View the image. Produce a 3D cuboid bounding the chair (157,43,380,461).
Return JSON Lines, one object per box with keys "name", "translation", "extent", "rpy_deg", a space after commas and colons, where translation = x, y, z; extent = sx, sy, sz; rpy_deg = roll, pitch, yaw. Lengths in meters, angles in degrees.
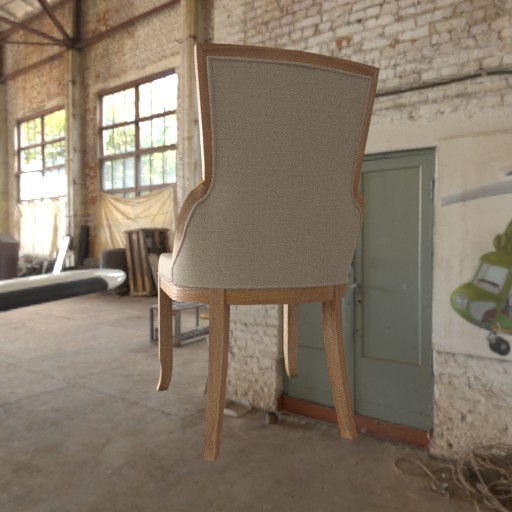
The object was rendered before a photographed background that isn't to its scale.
{"name": "chair", "translation": [0.000, 0.000, 1.311], "extent": [0.524, 0.947, 0.641], "rpy_deg": [-1, 2, -18]}
